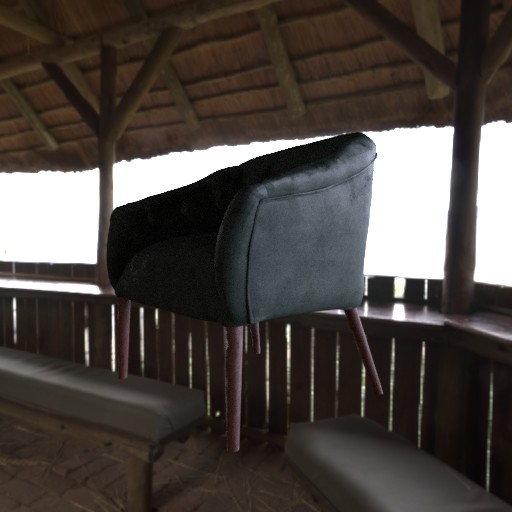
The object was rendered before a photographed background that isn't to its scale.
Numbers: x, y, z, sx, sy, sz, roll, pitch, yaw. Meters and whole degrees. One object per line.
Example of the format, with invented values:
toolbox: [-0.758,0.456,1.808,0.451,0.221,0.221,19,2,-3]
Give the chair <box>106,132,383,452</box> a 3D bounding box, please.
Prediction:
chair: [0.000,0.000,1.518,0.776,0.885,0.851,-2,3,-38]
